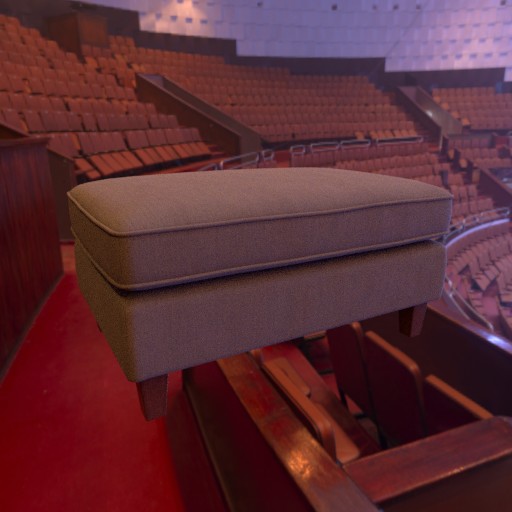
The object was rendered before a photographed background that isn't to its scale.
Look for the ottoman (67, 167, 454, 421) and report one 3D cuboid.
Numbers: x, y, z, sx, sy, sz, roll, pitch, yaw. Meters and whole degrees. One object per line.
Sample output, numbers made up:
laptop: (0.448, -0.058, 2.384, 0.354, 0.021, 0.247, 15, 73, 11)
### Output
ottoman: (0.000, 0.000, 1.296, 0.941, 0.480, 0.636, -9, 19, -28)
